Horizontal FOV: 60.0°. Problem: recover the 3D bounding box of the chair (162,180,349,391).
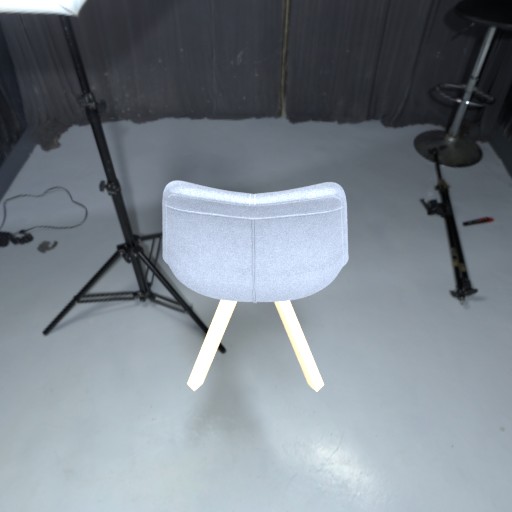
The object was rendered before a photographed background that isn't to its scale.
[{"bbox_3d":[0.000,0.000,1.228,0.474,0.863,0.549,1,46,1],"label":"chair"}]
